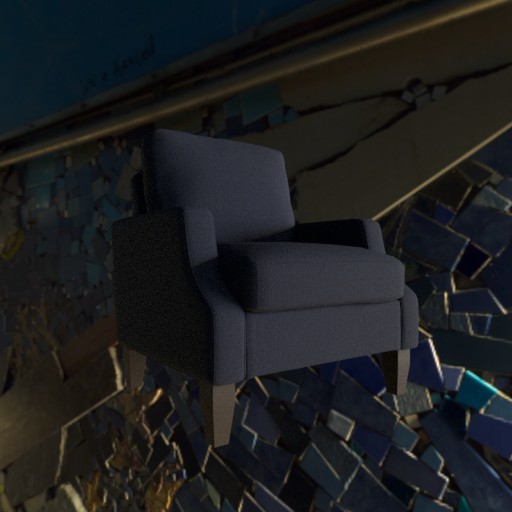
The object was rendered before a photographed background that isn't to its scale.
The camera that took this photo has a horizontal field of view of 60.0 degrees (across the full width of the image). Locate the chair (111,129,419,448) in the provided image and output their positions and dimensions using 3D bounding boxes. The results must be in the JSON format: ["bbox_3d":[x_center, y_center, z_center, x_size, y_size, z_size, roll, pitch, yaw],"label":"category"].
[{"bbox_3d":[0.000,0.000,1.675,0.855,0.991,0.897,0,0,-35],"label":"chair"}]
